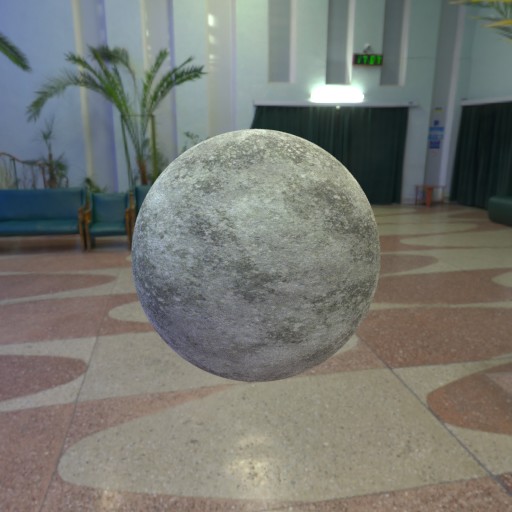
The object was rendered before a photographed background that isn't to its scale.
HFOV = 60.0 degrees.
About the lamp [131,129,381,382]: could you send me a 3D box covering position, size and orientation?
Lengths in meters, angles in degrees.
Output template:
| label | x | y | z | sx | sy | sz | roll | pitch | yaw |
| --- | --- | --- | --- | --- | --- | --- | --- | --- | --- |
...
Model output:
| label | x | y | z | sx | sy | sz | roll | pitch | yaw |
| --- | --- | --- | --- | --- | --- | --- | --- | --- | --- |
| lamp | 0.000 | 0.000 | 0.779 | 0.422 | 0.429 | 0.422 | 0 | 15 | 0 |
